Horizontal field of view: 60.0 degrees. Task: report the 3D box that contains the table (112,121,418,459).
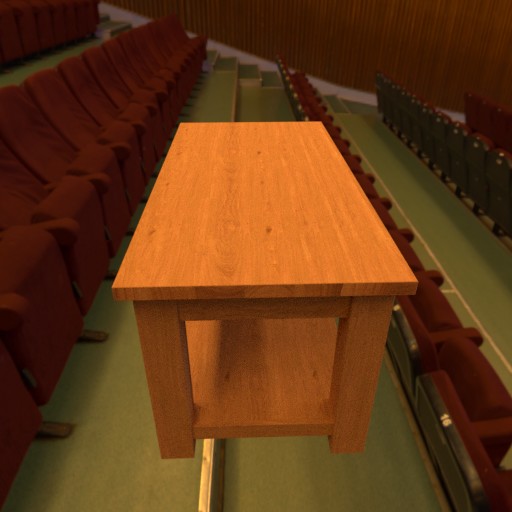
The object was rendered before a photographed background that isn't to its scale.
[{"bbox_3d":[0.000,0.000,1.149,0.450,0.452,0.899,-1,31,-2],"label":"table"}]
